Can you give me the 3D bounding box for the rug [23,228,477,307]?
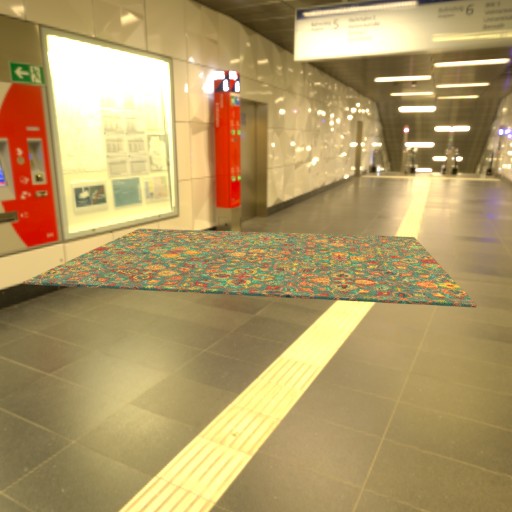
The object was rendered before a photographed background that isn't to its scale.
[{"bbox_3d":[0.000,0.000,2.929,2.290,0.016,1.527,2,15,9],"label":"rug"}]
